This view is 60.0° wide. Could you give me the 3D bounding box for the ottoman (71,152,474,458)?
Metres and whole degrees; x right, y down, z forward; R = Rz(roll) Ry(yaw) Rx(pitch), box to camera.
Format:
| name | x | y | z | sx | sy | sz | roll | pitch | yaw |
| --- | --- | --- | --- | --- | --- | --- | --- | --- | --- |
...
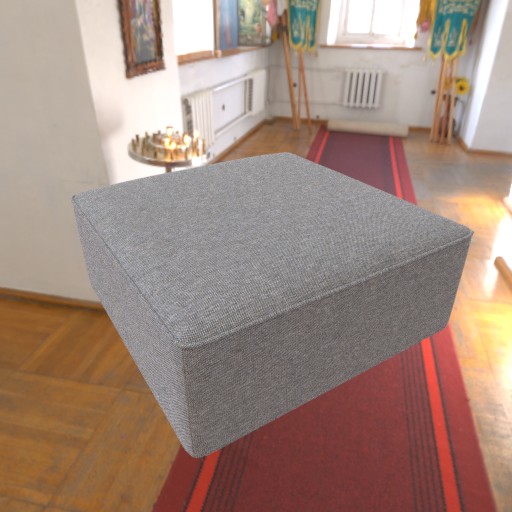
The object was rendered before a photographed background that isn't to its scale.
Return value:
| name | x | y | z | sx | sy | sz | roll | pitch | yaw |
| --- | --- | --- | --- | --- | --- | --- | --- | --- | --- |
| ottoman | 0.000 | 0.000 | 1.583 | 1.005 | 0.455 | 1.005 | -18 | 34 | -28 |
